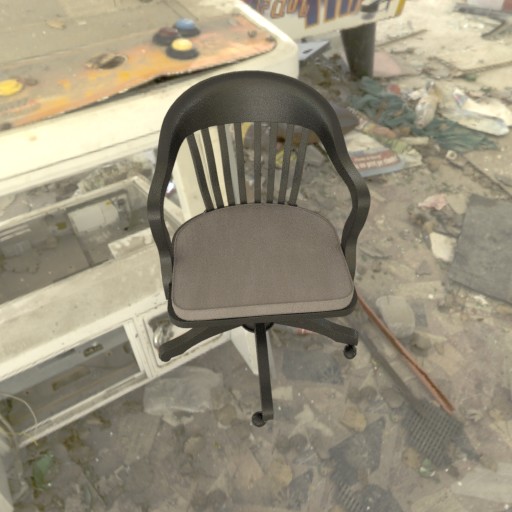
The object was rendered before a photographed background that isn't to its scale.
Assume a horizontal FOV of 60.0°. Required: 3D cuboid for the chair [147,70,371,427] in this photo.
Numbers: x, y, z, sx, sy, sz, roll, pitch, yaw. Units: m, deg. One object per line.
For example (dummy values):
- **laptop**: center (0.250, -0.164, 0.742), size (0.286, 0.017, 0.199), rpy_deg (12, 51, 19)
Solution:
- **chair**: center (0.000, 0.000, 1.447), size (0.750, 0.878, 0.788), rpy_deg (-4, 47, -4)
